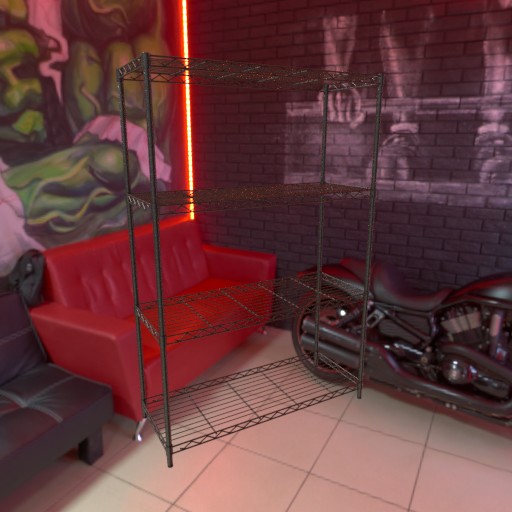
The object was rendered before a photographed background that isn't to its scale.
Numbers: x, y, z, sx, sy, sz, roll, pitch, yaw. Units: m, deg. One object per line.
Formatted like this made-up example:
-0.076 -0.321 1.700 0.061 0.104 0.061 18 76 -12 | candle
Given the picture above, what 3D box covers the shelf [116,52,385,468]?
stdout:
0.000 0.000 1.752 0.907 1.361 0.352 -8 17 -28 | shelf
